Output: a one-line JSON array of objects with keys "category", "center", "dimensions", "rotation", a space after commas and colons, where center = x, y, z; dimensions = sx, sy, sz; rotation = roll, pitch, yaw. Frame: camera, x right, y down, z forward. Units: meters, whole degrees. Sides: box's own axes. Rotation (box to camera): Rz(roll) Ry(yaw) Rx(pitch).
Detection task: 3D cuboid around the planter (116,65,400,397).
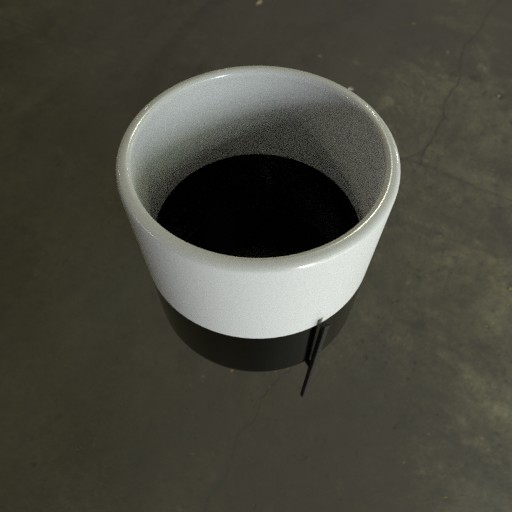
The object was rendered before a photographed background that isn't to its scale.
[{"category": "planter", "center": [0.000, 0.000, 0.653], "dimensions": [0.310, 0.432, 0.310], "rotation": [13, 58, 8]}]
